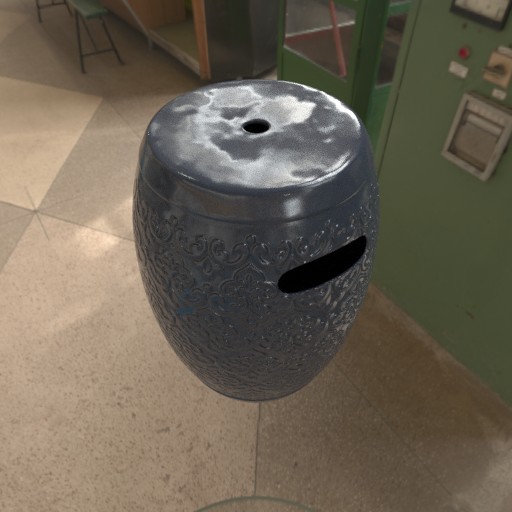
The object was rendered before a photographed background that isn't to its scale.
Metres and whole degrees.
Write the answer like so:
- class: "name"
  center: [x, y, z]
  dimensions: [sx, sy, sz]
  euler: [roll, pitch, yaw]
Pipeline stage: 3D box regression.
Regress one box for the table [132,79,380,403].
- class: "table"
  center: [0.000, 0.000, 0.608]
  dimensions: [0.309, 0.397, 0.309]
  euler: [0, 46, 0]
